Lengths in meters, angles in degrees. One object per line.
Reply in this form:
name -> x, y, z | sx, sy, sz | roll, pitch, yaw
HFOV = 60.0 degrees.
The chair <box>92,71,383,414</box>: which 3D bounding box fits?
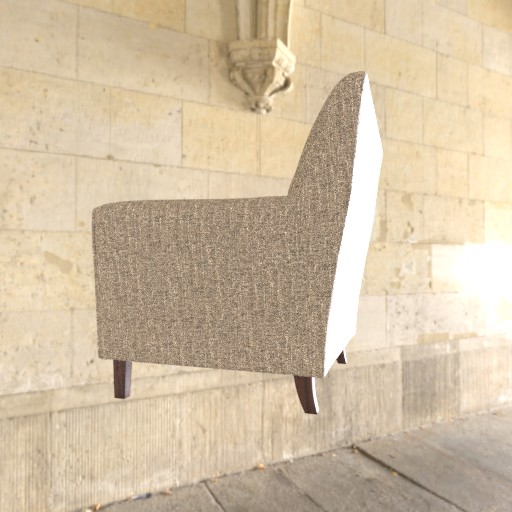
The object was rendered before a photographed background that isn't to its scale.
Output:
chair -> 0.000, 0.000, 1.646 | 0.873, 0.928, 0.864 | 0, -1, 19
